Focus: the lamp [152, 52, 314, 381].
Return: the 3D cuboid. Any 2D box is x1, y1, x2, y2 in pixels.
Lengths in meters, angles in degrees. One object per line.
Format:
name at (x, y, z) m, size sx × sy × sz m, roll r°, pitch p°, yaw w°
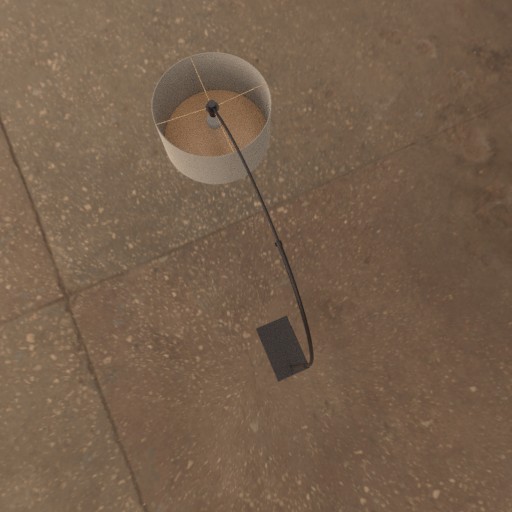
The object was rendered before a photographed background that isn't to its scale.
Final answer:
lamp at (0.000, 0.000, 2.526) m, size 0.493 × 1.927 × 1.424 m, roll -22°, pitch 76°, yaw -6°
